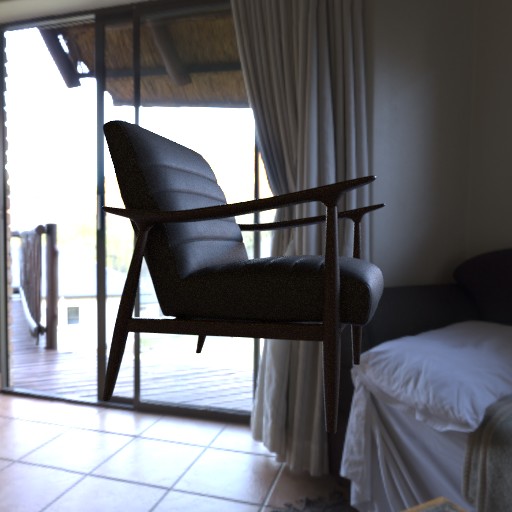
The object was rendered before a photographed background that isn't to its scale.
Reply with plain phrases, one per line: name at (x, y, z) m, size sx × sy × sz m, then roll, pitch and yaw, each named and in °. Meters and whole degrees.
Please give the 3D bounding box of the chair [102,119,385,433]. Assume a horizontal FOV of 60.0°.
chair at (0.000, 0.000, 1.460) m, size 0.798 × 0.831 × 0.741 m, roll 0°, pitch 1°, yaw 18°
